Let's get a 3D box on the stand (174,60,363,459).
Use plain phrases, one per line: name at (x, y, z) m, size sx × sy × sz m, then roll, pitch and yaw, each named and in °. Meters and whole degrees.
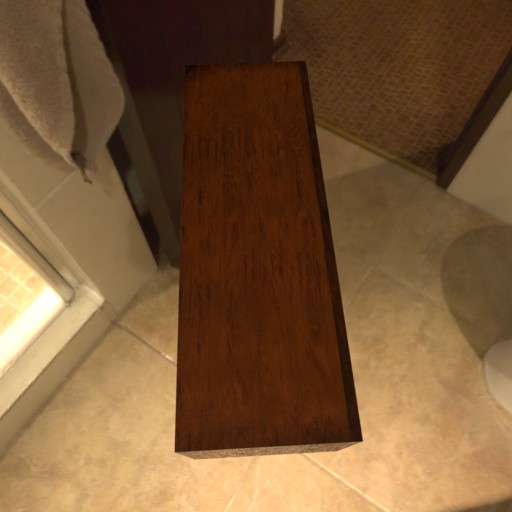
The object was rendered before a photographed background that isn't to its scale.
stand at (0.000, 0.000, 1.680) m, size 0.481 × 0.610 × 1.372 m, roll -3°, pitch 63°, yaw -1°
